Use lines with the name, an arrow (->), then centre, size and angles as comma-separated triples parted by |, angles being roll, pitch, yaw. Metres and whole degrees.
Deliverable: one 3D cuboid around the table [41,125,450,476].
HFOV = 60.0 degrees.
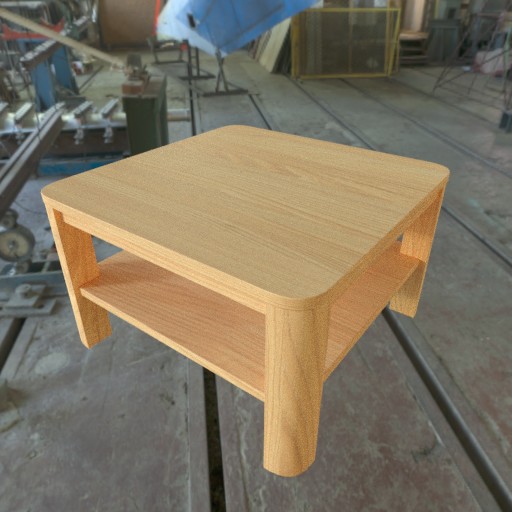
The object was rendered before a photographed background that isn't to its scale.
table -> 0.000, 0.000, 1.209 | 0.750, 0.450, 0.750 | 21, 37, 31
